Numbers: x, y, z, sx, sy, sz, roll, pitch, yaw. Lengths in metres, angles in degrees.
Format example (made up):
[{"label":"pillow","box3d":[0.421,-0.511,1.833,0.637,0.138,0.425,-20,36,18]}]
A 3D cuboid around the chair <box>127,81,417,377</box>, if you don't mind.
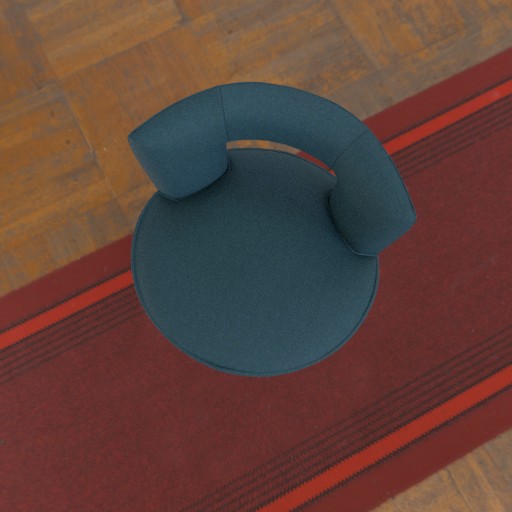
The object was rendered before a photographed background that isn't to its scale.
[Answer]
[{"label":"chair","box3d":[0.000,0.000,1.256,0.684,0.711,0.660,17,77,4]}]
